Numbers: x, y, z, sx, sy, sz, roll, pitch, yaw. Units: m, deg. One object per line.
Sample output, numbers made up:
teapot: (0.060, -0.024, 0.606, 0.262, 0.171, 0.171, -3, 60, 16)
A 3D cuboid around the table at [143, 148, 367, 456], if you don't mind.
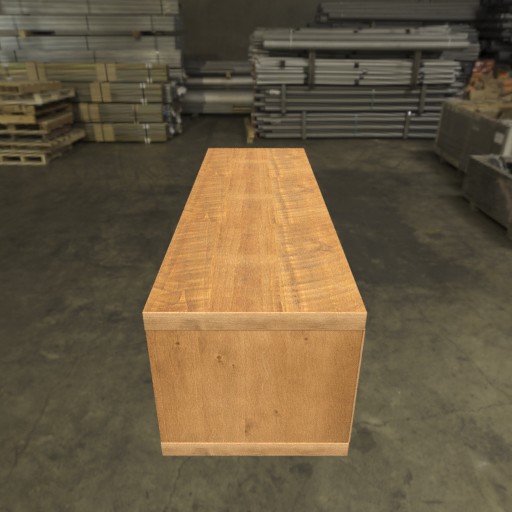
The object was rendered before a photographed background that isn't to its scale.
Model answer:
table: (0.000, 0.000, 1.757, 0.499, 0.491, 1.499, 0, 27, 0)
